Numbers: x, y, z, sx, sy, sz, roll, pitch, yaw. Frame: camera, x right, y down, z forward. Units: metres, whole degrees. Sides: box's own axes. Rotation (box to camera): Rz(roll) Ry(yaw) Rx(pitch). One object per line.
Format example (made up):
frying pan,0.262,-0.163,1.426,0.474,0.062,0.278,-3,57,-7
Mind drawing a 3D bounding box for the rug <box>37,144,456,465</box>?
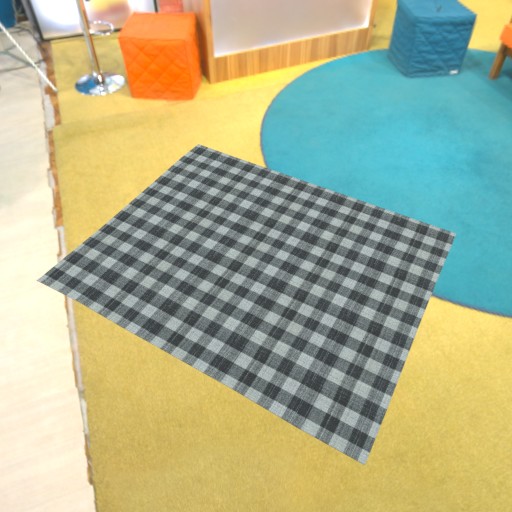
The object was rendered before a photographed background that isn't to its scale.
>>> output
rug,0.000,0.000,4.041,3.021,0.013,2.432,23,51,20
